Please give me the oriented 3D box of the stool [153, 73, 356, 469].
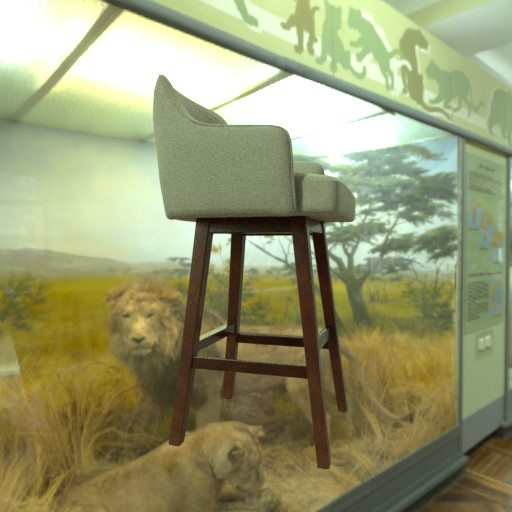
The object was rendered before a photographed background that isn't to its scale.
[{"bbox_3d":[0.000,0.000,1.354,0.560,1.041,0.550,0,1,18],"label":"stool"}]
